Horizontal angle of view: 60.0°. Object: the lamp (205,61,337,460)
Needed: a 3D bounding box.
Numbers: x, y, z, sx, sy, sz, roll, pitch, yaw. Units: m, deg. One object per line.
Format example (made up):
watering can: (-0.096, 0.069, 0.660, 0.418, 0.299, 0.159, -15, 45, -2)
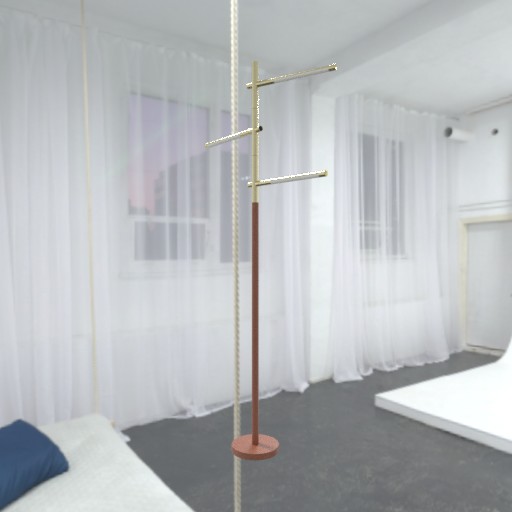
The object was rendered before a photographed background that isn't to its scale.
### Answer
lamp: (0.000, 0.000, 1.948, 0.737, 1.704, 0.209, 0, 0, 35)
